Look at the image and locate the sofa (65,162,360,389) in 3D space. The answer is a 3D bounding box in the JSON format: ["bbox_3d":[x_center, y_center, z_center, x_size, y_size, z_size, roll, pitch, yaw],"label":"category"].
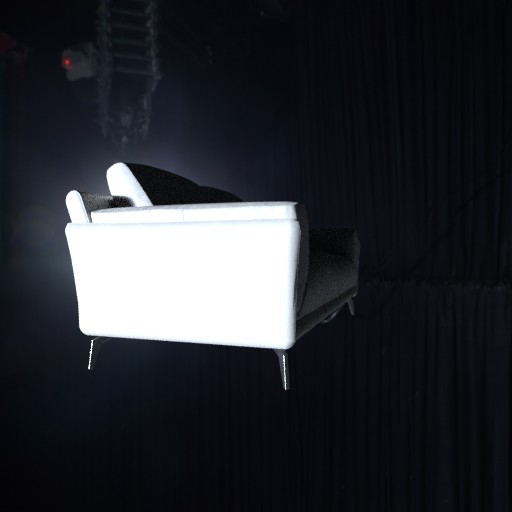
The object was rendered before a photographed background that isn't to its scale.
[{"bbox_3d":[0.000,0.000,2.673,1.049,0.930,2.101,0,0,19],"label":"sofa"}]
